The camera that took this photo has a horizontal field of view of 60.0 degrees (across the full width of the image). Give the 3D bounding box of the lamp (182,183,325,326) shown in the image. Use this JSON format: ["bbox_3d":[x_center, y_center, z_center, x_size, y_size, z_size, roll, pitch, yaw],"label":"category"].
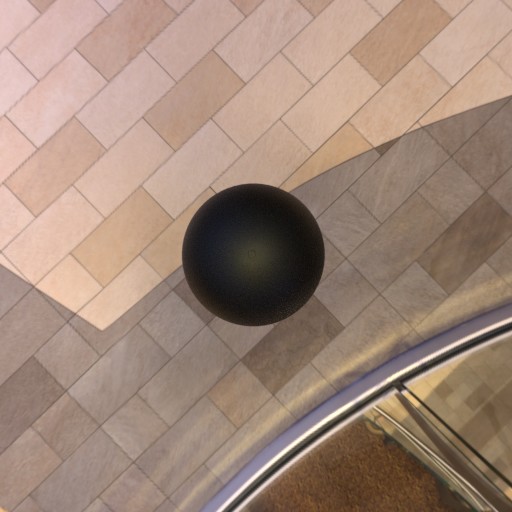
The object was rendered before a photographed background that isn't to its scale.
[{"bbox_3d":[0.000,0.000,1.593,0.328,1.480,0.328,0,90,1],"label":"lamp"}]
